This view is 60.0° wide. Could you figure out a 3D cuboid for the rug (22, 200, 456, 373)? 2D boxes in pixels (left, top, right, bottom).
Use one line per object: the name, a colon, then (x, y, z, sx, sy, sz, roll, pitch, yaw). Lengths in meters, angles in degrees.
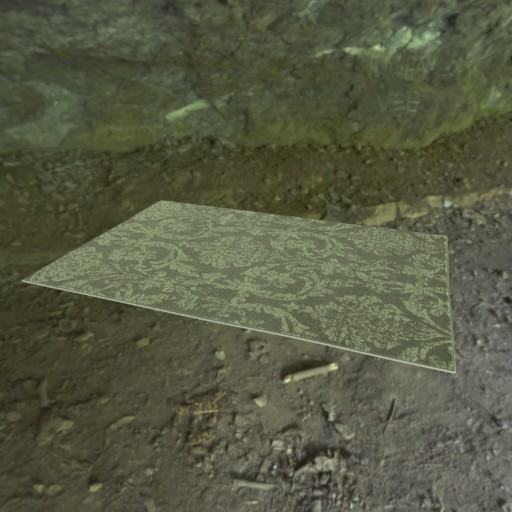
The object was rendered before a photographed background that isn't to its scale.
rug: (0.000, 0.000, 2.236, 1.824, 0.012, 1.206, 9, 27, 18)
